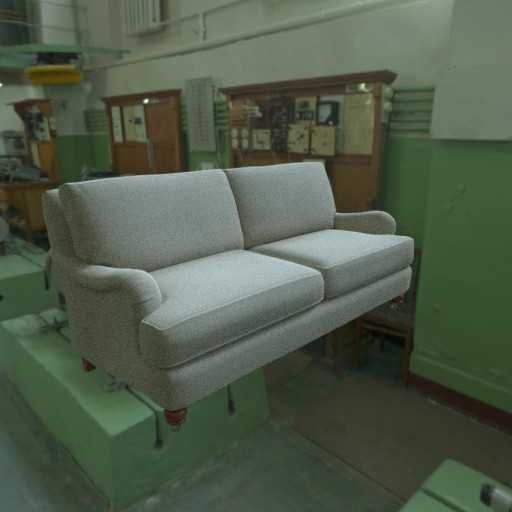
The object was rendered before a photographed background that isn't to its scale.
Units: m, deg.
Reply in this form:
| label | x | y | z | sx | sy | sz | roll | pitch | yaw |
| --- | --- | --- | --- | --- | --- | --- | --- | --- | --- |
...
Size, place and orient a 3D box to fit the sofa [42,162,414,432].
| label | x | y | z | sx | sy | sz | roll | pitch | yaw |
| --- | --- | --- | --- | --- | --- | --- | --- | --- | --- |
| sofa | 0.000 | 0.000 | 2.631 | 1.091 | 0.997 | 2.070 | 15 | 21 | 43 |
